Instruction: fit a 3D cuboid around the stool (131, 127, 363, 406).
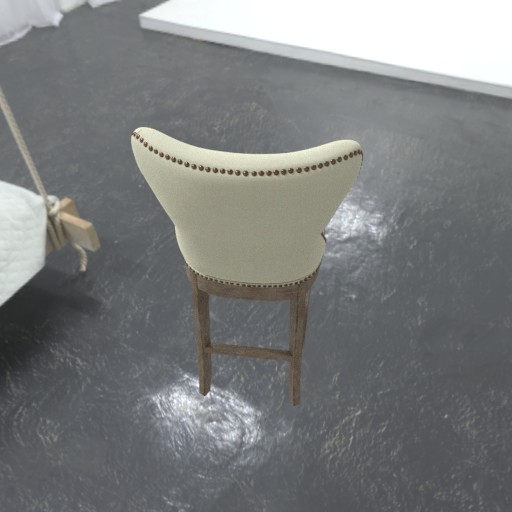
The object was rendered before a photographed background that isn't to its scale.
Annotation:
[{"bbox_3d":[0.000,0.000,1.448,0.494,1.123,0.606,5,46,5],"label":"stool"}]
